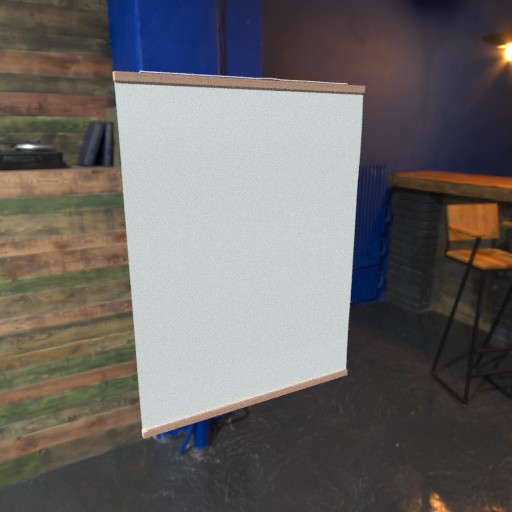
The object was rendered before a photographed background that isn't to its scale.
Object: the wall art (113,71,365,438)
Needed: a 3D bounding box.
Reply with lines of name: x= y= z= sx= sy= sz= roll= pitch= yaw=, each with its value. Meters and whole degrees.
wall art: x=0.000 y=0.000 z=1.347 sx=0.758 sy=1.013 sz=0.020 roll=-8 pitch=18 yaw=-27
